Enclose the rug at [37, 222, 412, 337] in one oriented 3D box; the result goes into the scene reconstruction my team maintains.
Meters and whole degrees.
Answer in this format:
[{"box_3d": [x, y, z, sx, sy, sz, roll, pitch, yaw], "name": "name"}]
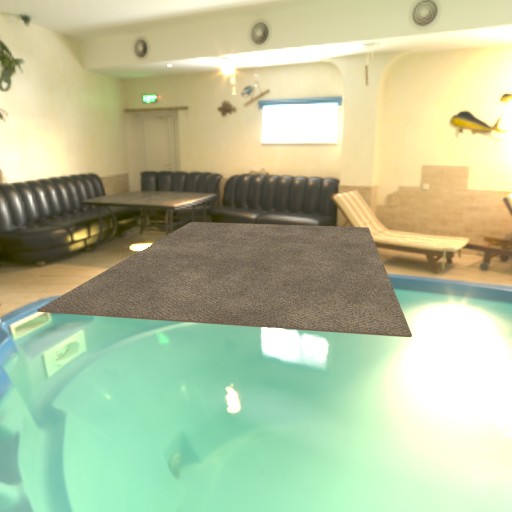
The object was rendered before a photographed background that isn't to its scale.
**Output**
[{"box_3d": [0.000, 0.000, 2.903, 1.600, 0.008, 2.235, 2, 15, 9], "name": "rug"}]
